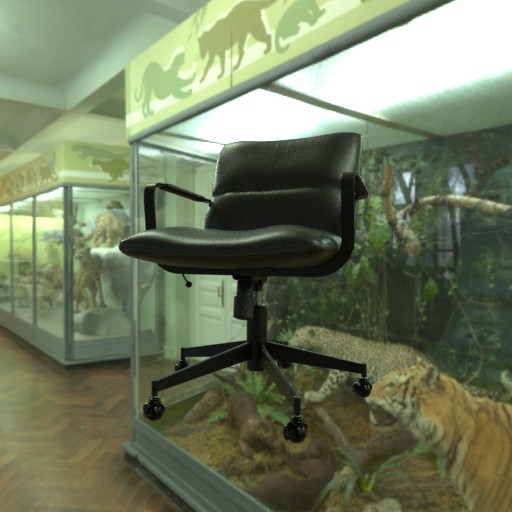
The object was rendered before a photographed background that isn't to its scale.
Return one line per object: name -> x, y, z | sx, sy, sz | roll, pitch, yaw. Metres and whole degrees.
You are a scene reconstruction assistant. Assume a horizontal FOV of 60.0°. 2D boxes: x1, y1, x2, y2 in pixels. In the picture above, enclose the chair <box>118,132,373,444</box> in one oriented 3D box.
chair -> 0.000, 0.000, 1.436 | 0.719, 0.922, 0.748 | 0, 1, 20
